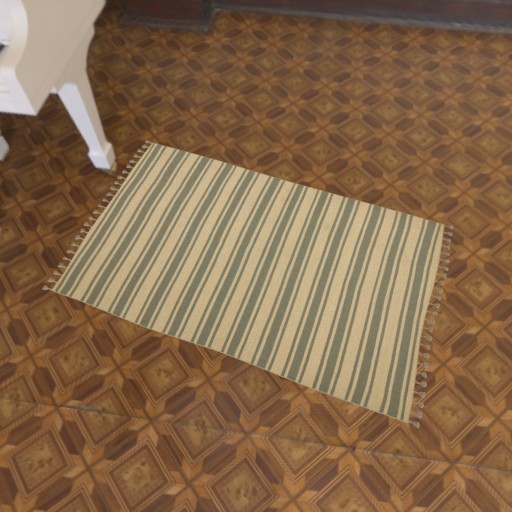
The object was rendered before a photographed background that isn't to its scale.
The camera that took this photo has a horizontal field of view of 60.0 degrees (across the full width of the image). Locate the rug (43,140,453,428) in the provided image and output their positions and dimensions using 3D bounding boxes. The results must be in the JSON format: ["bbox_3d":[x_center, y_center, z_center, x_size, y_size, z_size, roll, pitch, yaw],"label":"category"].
[{"bbox_3d":[0.000,0.000,2.536,2.084,0.009,1.222,18,60,11],"label":"rug"}]
